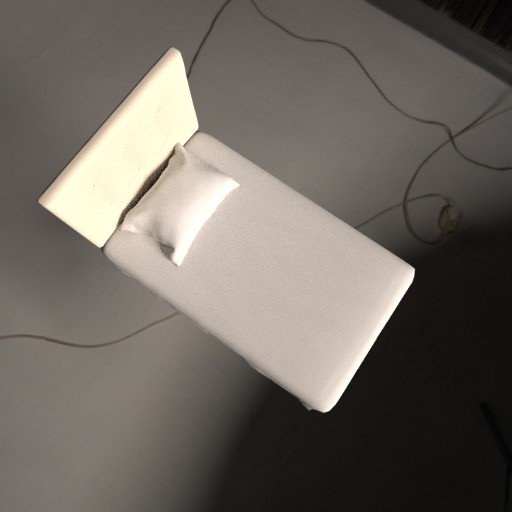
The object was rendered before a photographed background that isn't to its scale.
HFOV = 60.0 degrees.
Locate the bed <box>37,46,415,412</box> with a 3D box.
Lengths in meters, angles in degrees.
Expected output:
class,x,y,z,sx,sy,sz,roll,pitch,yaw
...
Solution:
class,x,y,z,sx,sy,sz,roll,pitch,yaw
bed,0.000,0.000,2.994,1.997,1.571,1.261,34,79,8
